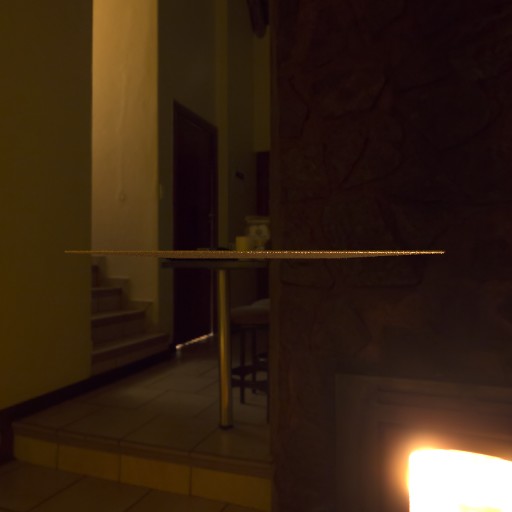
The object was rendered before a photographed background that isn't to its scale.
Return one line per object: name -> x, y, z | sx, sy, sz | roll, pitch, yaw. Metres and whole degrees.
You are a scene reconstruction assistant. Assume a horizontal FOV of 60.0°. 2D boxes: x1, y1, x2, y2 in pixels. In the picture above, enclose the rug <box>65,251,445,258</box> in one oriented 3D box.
rug -> 0.000, 0.000, 2.975 | 1.523, 0.008, 2.438 | 0, -1, 0
